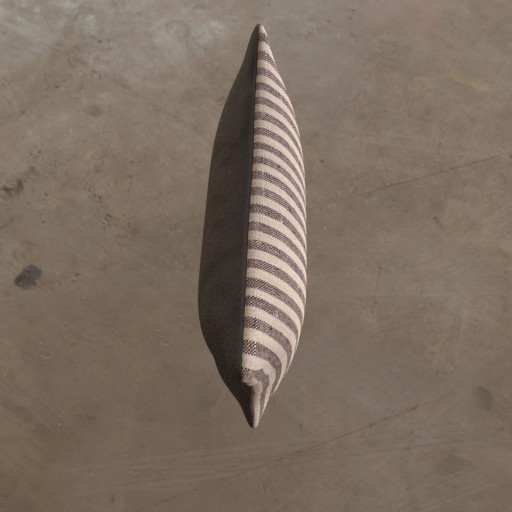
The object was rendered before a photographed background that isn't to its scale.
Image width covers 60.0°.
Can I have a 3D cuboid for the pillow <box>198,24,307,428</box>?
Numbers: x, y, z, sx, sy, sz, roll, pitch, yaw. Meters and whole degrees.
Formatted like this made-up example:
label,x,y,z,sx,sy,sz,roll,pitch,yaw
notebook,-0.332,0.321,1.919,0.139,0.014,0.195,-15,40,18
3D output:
label,x,y,z,sx,sy,sz,roll,pitch,yaw
pillow,0.000,0.000,0.770,0.166,0.506,0.523,2,65,1
